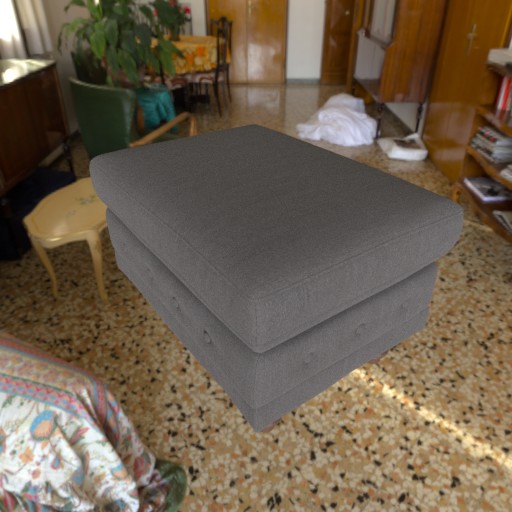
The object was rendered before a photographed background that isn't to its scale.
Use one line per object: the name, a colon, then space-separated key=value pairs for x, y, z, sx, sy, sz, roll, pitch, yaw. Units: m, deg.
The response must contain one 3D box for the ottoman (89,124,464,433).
ottoman: x=0.000 y=0.000 z=1.161 sx=0.569 sy=0.500 sz=0.771 roll=-21 pitch=38 yaw=-30
